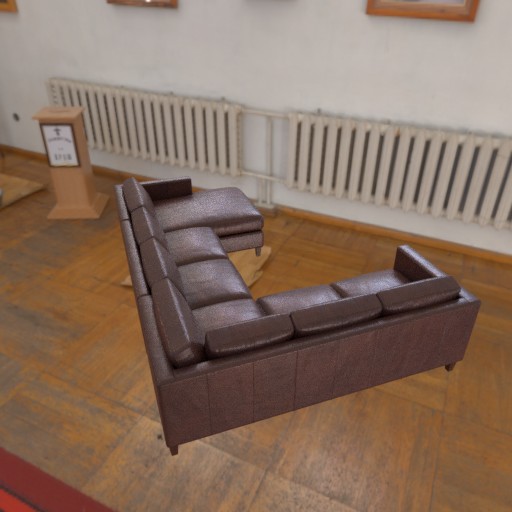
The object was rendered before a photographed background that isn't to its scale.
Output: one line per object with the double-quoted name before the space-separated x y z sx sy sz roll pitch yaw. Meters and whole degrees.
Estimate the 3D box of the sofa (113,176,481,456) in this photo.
"sofa" 0.000 0.000 4.475 2.452 0.891 3.324 -10 33 -17
